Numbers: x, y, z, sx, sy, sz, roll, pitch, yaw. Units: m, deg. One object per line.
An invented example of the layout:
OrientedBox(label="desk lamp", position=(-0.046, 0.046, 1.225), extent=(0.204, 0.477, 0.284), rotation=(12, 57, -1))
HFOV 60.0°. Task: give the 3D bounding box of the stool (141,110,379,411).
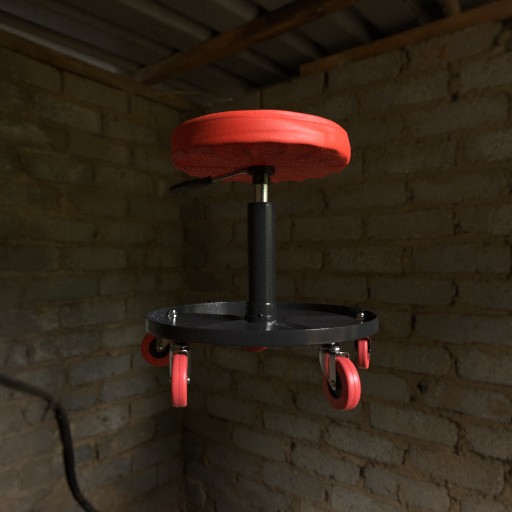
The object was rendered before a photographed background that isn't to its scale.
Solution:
OrientedBox(label="stool", position=(0.000, 0.000, 0.685), extent=(0.382, 0.365, 0.381), rotation=(0, 0, 0))
